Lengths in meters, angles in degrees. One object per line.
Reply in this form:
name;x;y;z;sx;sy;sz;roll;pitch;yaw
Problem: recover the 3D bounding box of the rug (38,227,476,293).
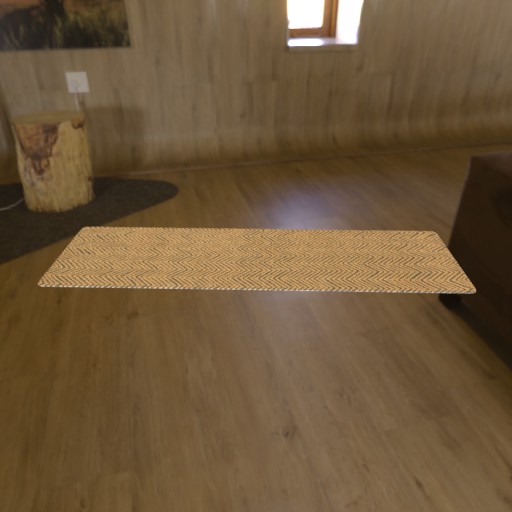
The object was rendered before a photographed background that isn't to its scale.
rug;0.000;0.000;2.585;2.286;0.008;0.686;1;30;1
